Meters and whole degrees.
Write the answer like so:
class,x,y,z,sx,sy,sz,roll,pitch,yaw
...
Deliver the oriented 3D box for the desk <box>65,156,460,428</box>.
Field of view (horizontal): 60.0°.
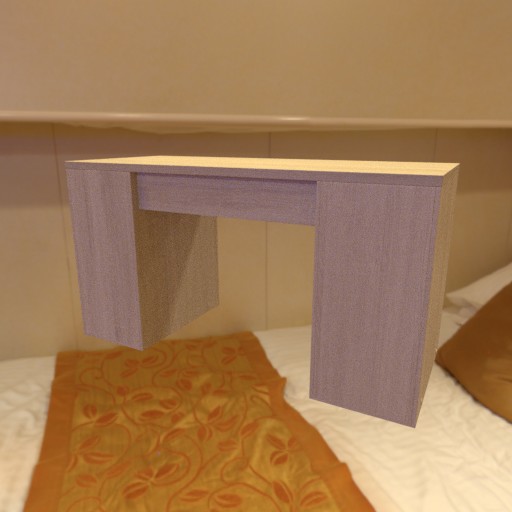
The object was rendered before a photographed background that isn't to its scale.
class,x,y,z,sx,sy,sz,roll,pitch,yaw
desk,0.000,0.000,1.782,1.390,0.740,0.600,8,17,27
